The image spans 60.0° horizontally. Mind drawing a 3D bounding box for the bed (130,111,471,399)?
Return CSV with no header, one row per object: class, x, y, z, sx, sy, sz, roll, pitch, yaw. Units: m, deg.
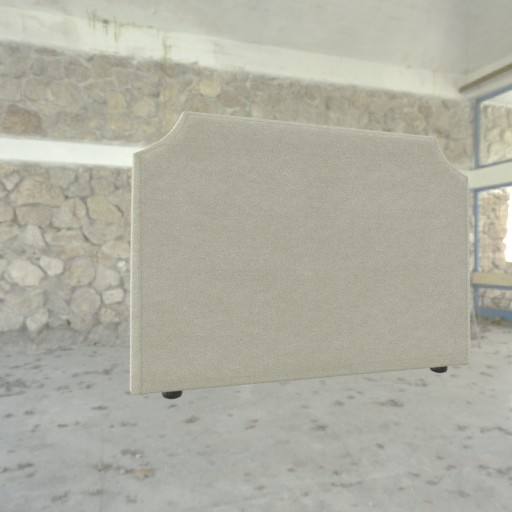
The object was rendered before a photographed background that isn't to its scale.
bed,0.000,0.000,3.199,1.828,1.297,2.164,0,0,-18
